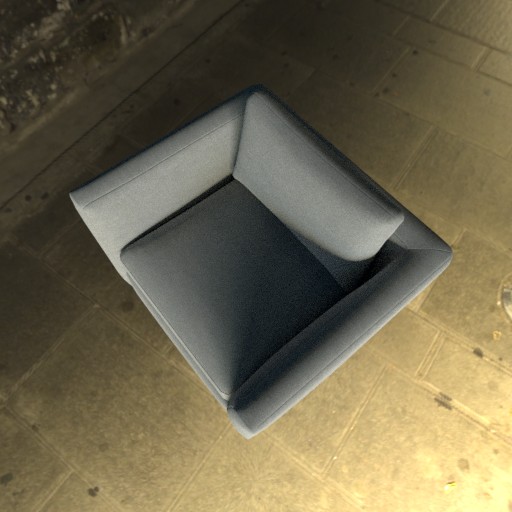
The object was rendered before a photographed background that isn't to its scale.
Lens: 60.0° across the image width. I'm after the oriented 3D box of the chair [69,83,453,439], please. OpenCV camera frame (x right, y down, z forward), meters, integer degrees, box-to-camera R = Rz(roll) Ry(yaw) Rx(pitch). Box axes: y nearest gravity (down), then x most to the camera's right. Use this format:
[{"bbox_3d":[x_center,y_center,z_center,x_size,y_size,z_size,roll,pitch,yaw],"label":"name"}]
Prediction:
[{"bbox_3d":[0.000,0.000,1.726,0.889,0.864,1.041,-36,69,-17],"label":"chair"}]
